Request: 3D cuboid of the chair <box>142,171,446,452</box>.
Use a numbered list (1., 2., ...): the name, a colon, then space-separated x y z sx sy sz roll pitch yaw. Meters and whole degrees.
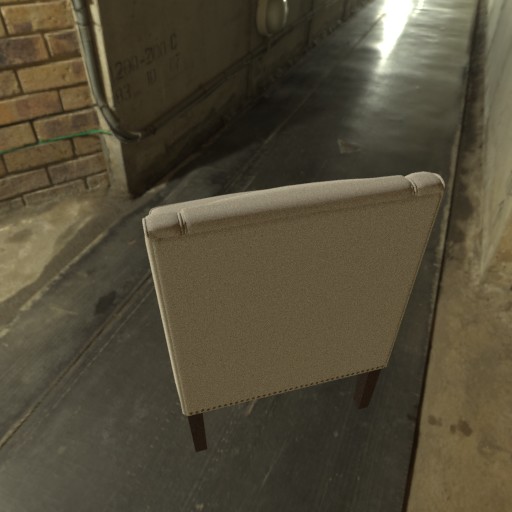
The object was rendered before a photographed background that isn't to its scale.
1. chair: 0.000 0.000 1.367 0.610 0.864 0.737 -10 42 -11
